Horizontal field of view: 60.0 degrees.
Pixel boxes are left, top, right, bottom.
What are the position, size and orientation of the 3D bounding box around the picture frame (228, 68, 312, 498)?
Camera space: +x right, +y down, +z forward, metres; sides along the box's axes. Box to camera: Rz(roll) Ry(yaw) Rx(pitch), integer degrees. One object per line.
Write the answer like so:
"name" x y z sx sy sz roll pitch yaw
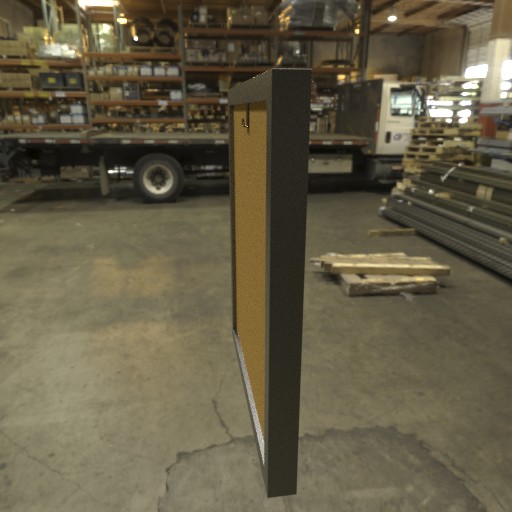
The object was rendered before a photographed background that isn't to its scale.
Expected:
"picture frame" 0.000 0.000 1.328 0.073 0.968 0.839 -3 18 -8
